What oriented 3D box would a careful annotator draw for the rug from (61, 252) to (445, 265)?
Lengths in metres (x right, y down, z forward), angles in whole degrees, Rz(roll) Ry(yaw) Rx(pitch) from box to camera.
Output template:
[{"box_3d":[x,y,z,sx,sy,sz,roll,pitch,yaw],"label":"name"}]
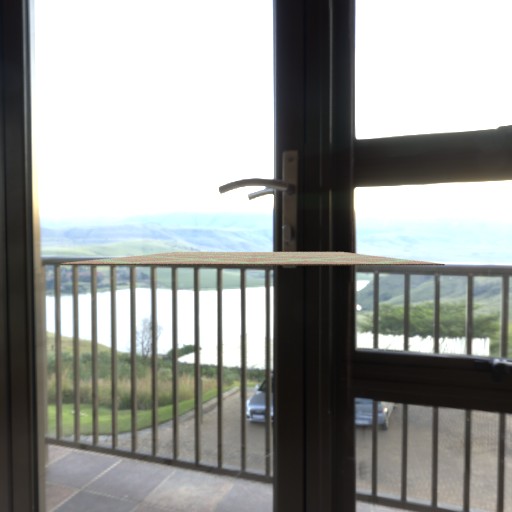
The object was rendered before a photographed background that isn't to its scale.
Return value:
[{"box_3d":[0.000,0.000,2.897,1.524,0.006,2.286,0,2,1],"label":"rug"}]
